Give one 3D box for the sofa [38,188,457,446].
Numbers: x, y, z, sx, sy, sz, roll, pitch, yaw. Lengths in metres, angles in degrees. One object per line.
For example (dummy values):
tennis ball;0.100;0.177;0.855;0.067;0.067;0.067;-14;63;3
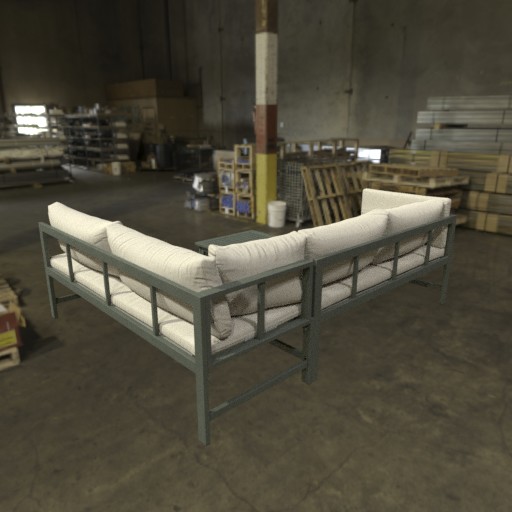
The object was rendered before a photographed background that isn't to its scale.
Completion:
sofa;0.000;0.000;2.890;2.096;0.758;1.658;-15;23;-41
